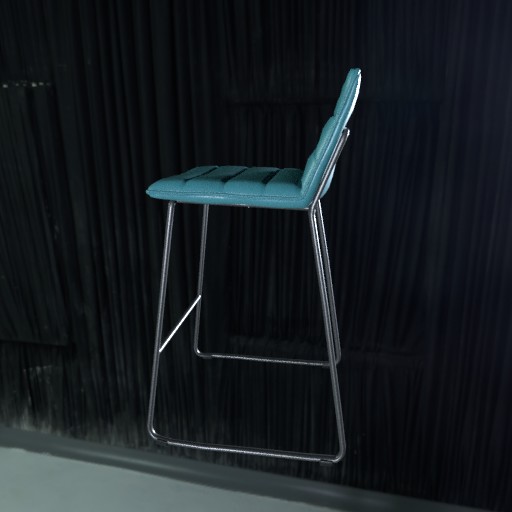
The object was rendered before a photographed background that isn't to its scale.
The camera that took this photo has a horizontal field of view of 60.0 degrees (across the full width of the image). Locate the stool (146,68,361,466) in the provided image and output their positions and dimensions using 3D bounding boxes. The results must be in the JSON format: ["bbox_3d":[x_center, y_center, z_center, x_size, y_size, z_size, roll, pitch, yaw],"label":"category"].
[{"bbox_3d":[0.000,0.000,1.239,0.524,0.936,0.489,3,17,8],"label":"stool"}]
